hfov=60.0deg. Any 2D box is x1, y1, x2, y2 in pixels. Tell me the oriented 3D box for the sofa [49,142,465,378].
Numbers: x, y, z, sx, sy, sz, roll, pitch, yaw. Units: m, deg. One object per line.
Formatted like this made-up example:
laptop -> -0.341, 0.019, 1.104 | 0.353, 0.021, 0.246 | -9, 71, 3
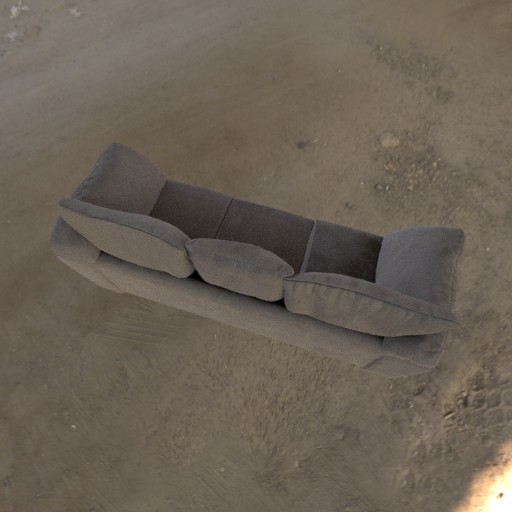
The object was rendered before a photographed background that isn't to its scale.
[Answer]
sofa -> 0.000, 0.000, 2.786 | 2.336, 1.073, 0.878 | 16, 64, 8
